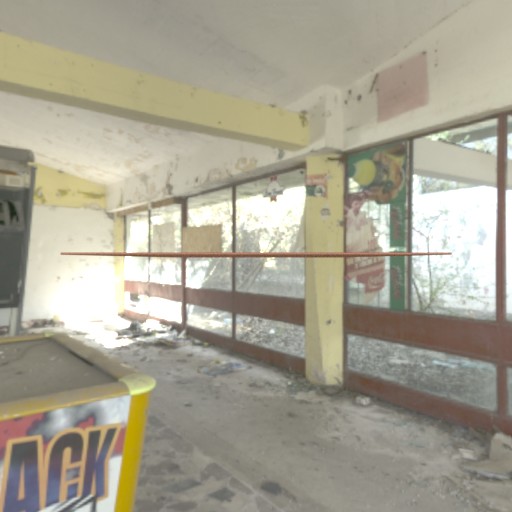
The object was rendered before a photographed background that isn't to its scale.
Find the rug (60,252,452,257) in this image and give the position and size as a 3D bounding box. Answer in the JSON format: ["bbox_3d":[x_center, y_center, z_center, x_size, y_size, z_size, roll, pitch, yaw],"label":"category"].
[{"bbox_3d":[0.000,0.000,2.283,1.217,0.007,1.828,0,0,0],"label":"rug"}]
